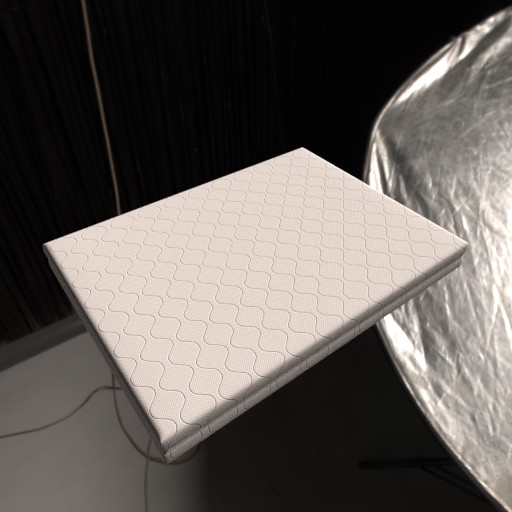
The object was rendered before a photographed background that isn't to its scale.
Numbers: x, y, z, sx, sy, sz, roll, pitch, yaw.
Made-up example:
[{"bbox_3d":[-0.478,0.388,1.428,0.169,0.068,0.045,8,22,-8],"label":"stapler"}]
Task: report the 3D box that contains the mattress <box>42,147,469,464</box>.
[{"bbox_3d":[0.000,0.000,2.492,1.900,0.200,1.400,-26,47,-27],"label":"mattress"}]
